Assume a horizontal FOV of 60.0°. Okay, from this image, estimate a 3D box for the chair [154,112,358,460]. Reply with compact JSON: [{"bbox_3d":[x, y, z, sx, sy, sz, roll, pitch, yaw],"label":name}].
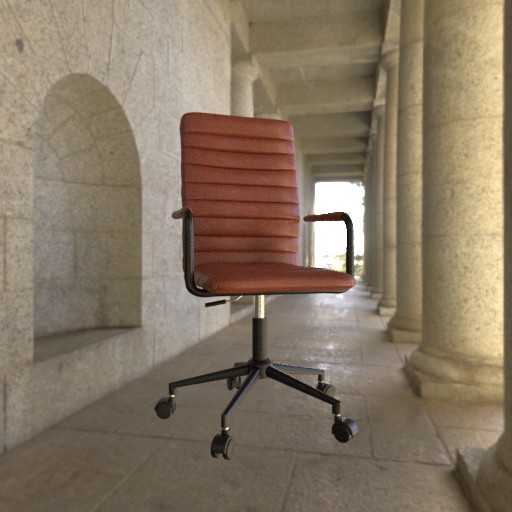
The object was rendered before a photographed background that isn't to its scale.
[{"bbox_3d":[0.000,0.000,1.369,0.608,0.979,0.580,0,0,-17],"label":"chair"}]
